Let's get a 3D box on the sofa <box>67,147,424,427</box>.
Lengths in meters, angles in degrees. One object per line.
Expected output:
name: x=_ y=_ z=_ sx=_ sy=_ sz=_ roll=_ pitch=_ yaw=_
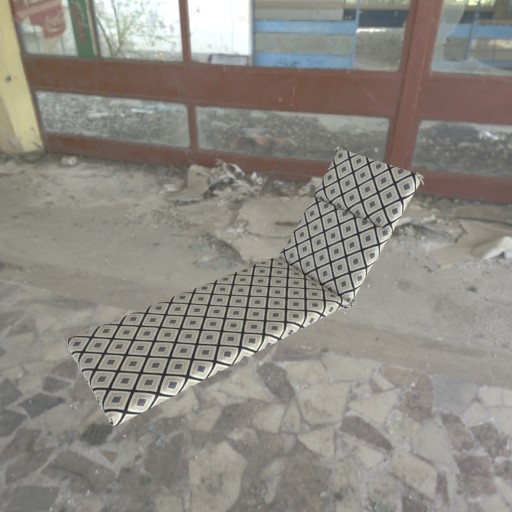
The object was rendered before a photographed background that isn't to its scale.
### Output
sofa: x=0.000 y=0.000 z=2.028 sx=1.663 sy=0.622 sz=0.582 roll=-21 pitch=37 yaw=-31
